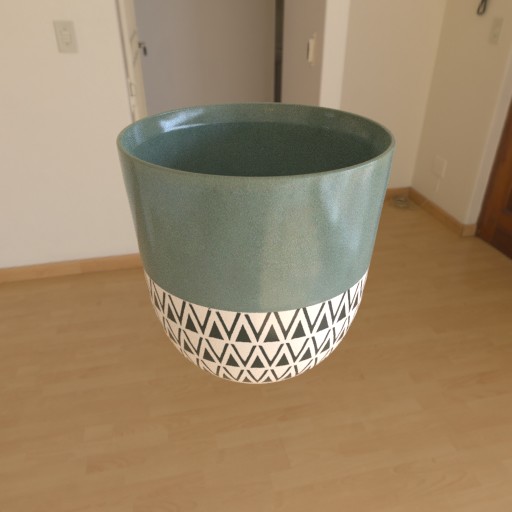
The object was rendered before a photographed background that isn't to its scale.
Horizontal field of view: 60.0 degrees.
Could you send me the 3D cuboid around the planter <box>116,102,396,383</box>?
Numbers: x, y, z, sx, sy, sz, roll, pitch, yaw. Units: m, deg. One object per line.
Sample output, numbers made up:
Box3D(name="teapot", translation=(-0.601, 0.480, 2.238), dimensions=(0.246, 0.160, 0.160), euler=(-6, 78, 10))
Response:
Box3D(name="planter", translation=(0.000, 0.000, 0.379), dimensions=(0.198, 0.214, 0.198), euler=(0, 31, 0))
